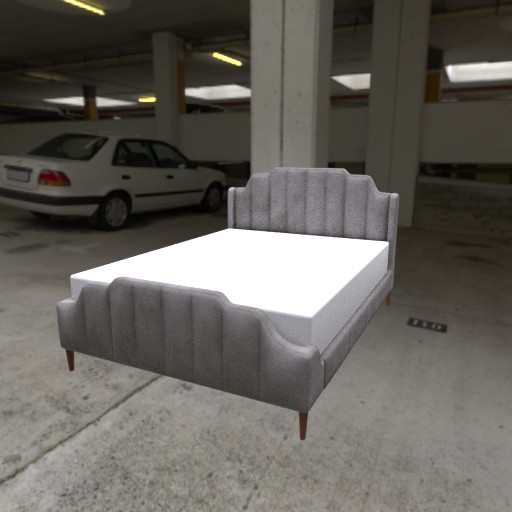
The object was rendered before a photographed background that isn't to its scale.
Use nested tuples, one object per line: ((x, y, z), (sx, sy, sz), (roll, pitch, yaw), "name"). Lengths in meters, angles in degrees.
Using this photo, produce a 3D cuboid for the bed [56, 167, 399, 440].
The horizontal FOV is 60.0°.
((0.000, 0.000, 3.351), (1.676, 1.245, 2.340), (6, 14, 26), "bed")
